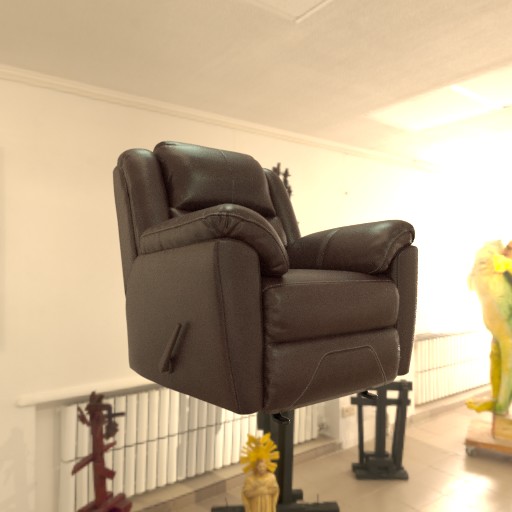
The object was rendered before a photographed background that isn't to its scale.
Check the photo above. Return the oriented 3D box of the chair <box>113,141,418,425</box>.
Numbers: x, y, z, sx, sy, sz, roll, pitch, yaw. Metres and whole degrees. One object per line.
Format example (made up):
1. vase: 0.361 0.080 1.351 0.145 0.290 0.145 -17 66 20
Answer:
1. chair: 0.000 0.000 1.905 0.990 1.093 1.041 1 -1 -37
